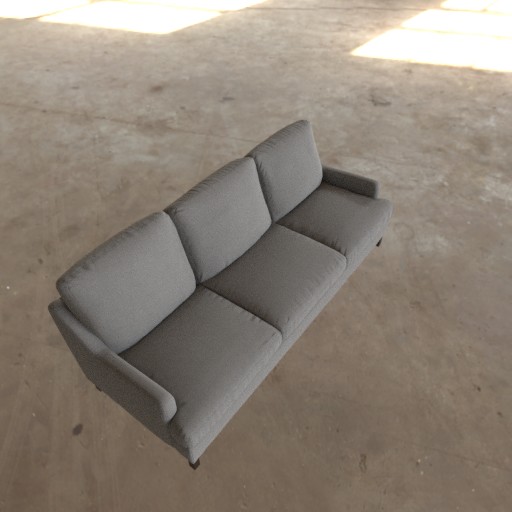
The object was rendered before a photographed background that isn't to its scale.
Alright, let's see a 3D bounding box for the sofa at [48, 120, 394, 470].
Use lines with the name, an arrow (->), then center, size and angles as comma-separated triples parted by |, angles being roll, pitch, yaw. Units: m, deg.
sofa -> 0.000, 0.000, 2.912 | 0.987, 0.926, 2.344 | 27, 49, 26
